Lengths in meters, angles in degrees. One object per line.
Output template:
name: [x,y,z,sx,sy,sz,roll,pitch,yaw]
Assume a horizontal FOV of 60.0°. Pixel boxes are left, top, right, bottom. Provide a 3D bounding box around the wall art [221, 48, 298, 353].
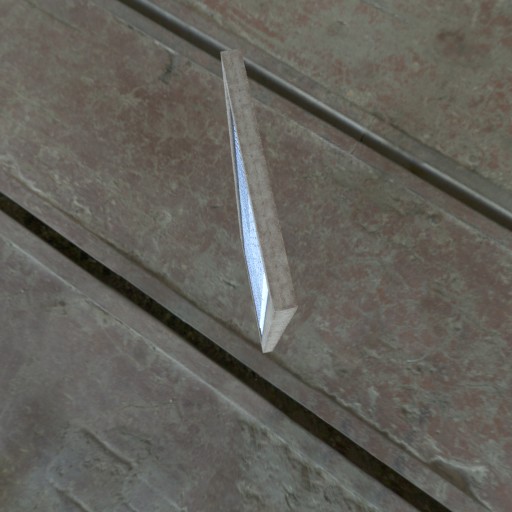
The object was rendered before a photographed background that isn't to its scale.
wall art: [0.000,0.000,1.698,0.051,1.461,0.648,-11,75,-3]
